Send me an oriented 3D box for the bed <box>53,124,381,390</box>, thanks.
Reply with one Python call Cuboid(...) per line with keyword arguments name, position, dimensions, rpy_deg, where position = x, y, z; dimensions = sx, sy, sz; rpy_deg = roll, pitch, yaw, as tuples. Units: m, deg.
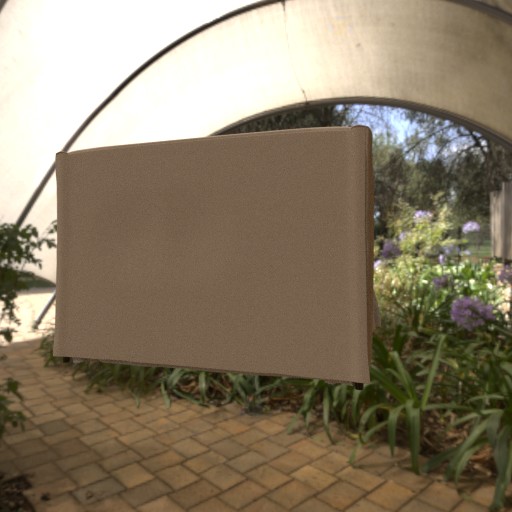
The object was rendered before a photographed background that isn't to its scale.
Cuboid(name="bed", position=(0.000, 0.000, 3.522), dimensions=(1.925, 1.332, 2.276), rpy_deg=(0, 0, 18))
